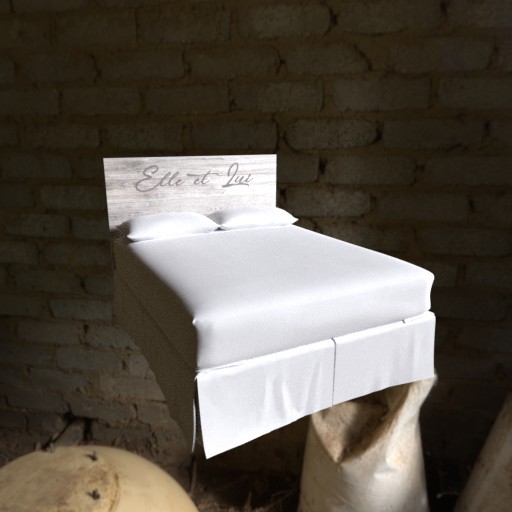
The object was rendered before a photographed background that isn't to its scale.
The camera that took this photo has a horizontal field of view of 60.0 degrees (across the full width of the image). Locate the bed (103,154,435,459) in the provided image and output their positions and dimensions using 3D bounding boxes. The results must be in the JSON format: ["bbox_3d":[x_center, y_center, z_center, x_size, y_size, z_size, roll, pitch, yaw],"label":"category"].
[{"bbox_3d":[0.000,0.000,3.222,1.745,1.335,2.094,-8,17,-27],"label":"bed"}]
